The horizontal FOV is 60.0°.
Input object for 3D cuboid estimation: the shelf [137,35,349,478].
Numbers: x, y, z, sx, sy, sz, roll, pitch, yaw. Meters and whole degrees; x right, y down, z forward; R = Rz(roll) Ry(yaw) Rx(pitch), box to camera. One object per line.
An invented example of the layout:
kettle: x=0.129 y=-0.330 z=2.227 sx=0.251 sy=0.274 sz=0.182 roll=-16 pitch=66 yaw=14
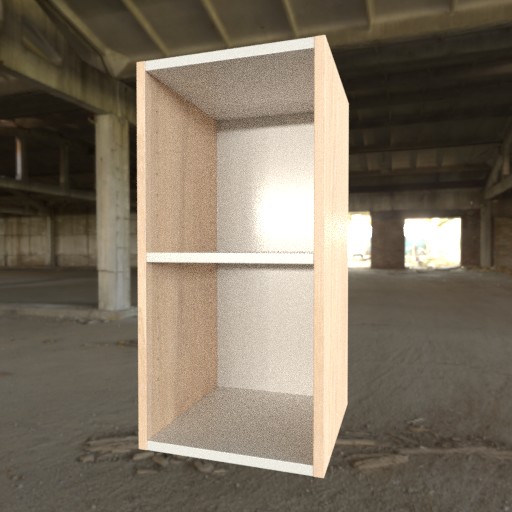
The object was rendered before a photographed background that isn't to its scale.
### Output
shelf: x=0.000 y=0.000 z=0.778 sx=0.290 sy=0.594 sz=0.297 roll=0 pitch=1 yaw=18
